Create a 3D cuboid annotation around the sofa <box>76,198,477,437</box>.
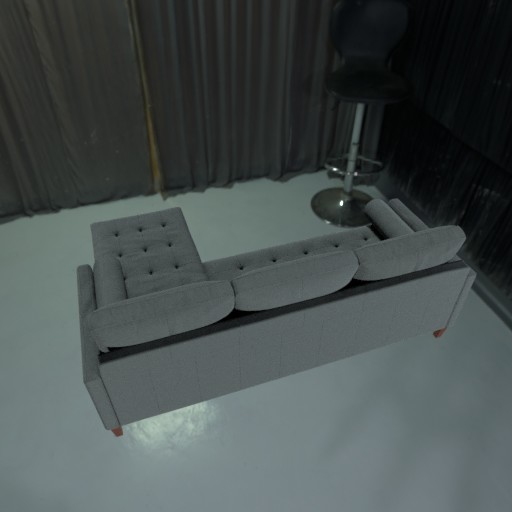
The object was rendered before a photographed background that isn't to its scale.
[{"bbox_3d":[0.000,0.000,2.903,2.178,0.876,1.506,-13,43,-14],"label":"sofa"}]
